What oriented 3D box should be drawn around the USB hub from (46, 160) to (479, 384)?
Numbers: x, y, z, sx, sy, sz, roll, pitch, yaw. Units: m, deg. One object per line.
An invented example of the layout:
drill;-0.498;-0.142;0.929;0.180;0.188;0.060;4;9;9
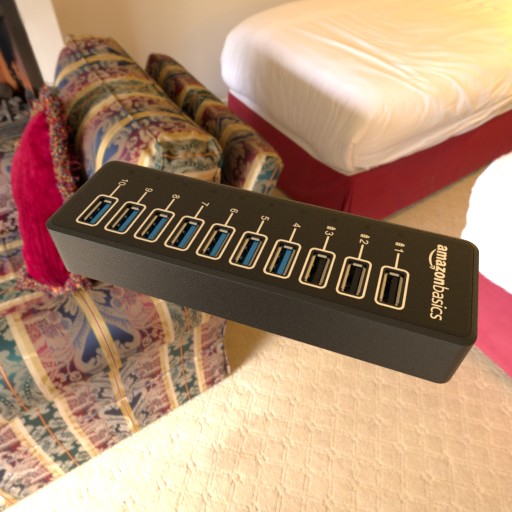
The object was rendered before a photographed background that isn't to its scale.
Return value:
USB hub;0.000;0.000;0.160;0.145;0.023;0.044;15;49;13
